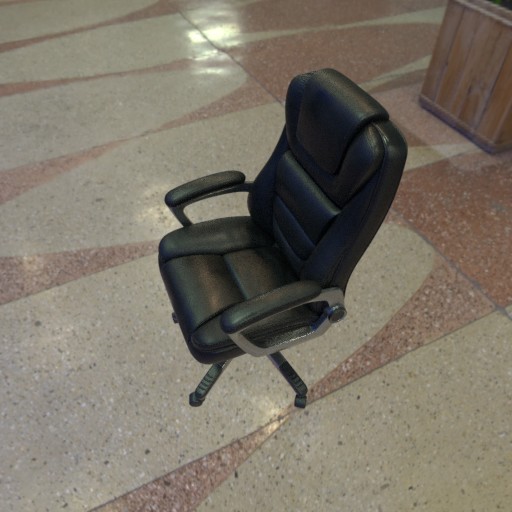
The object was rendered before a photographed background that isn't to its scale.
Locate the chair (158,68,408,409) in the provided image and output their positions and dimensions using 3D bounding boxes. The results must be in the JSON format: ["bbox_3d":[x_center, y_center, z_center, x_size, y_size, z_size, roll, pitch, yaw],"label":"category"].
[{"bbox_3d":[0.000,0.000,1.494,0.689,1.075,0.697,-17,49,-16],"label":"chair"}]
